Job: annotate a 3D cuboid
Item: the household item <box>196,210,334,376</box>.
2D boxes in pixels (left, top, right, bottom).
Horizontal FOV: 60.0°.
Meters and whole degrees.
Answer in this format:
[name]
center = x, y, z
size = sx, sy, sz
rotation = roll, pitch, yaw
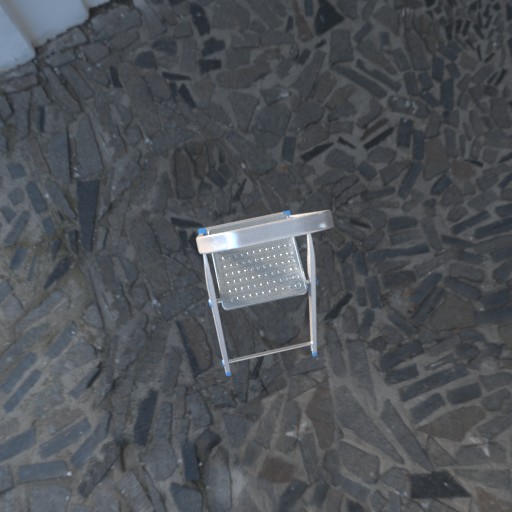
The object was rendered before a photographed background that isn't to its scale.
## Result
[household item]
center = 0.000, 0.000, 1.492
size = 0.420, 1.215, 0.687
rotation = -12, 74, -3
